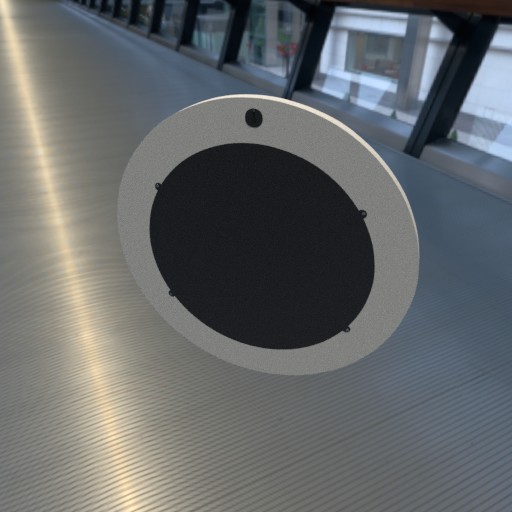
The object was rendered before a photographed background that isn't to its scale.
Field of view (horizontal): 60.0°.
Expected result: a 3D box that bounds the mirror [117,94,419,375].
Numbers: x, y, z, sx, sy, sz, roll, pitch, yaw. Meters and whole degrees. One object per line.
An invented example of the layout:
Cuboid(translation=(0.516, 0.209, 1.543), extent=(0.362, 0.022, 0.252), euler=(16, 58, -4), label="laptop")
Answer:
Cuboid(translation=(0.000, 0.000, 1.320), extent=(0.914, 0.914, 0.038), euler=(10, 33, 15), label="mirror")
